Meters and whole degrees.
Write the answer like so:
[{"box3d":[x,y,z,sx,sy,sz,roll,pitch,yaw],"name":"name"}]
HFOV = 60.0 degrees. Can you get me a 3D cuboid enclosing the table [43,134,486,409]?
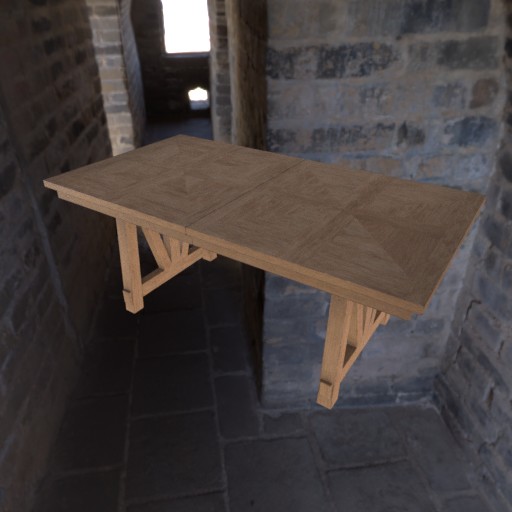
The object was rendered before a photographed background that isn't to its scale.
[{"box3d":[0.000,0.000,2.327,1.881,0.768,1.016,19,35,28],"name":"table"}]
